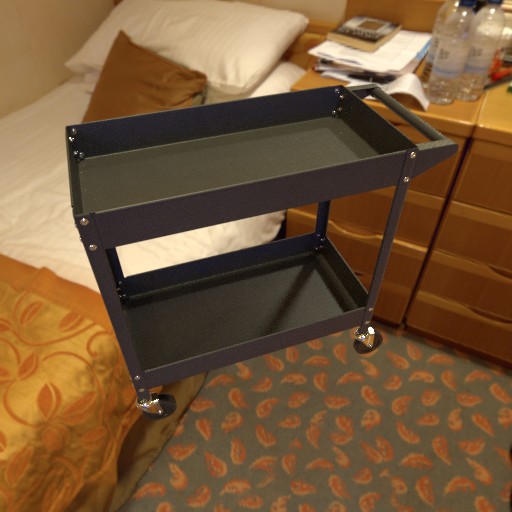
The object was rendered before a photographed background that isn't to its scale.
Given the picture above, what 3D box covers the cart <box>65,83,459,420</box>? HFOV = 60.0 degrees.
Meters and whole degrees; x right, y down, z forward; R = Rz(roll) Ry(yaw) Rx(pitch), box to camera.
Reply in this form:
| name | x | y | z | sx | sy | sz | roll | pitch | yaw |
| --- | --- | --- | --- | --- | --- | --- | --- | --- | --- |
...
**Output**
| name | x | y | z | sx | sy | sz | roll | pitch | yaw |
| --- | --- | --- | --- | --- | --- | --- | --- | --- | --- |
| cart | 0.000 | 0.000 | 1.180 | 0.779 | 0.719 | 0.366 | -14 | 45 | -14 |
